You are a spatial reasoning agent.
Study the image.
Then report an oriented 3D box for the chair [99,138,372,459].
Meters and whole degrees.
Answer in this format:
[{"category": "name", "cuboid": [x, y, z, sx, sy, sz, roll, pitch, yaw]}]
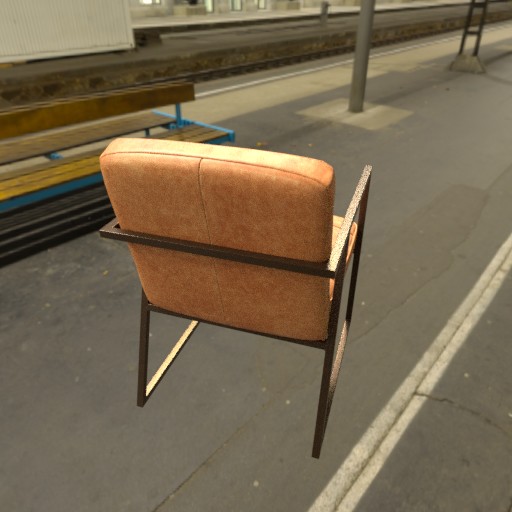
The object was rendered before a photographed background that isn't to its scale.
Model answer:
[{"category": "chair", "cuboid": [0.000, 0.000, 1.318, 0.571, 0.832, 0.677, 10, 33, 16]}]
